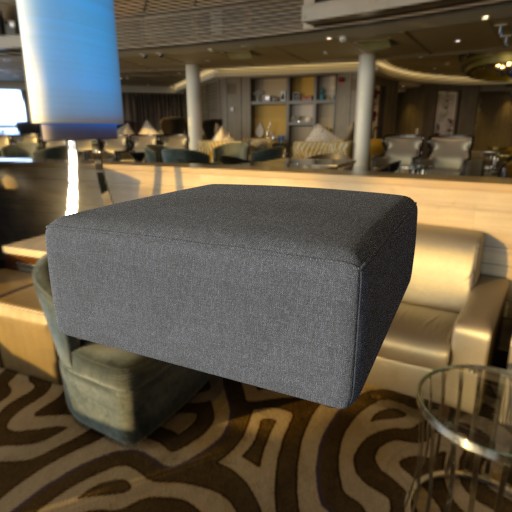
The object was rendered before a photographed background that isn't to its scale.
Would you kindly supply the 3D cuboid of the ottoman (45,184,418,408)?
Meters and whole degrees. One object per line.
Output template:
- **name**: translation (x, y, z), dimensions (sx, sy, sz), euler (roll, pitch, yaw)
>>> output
- **ottoman**: translation (0.000, 0.000, 1.608), dimensions (1.000, 0.439, 1.000), euler (8, 18, 25)
